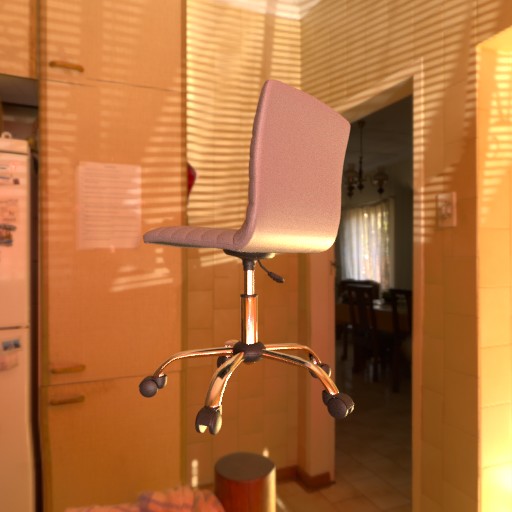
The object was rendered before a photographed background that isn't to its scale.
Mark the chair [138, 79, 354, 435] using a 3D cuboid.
[{"bbox_3d":[0.000,0.000,1.179,0.542,0.750,0.569,0,0,36],"label":"chair"}]
